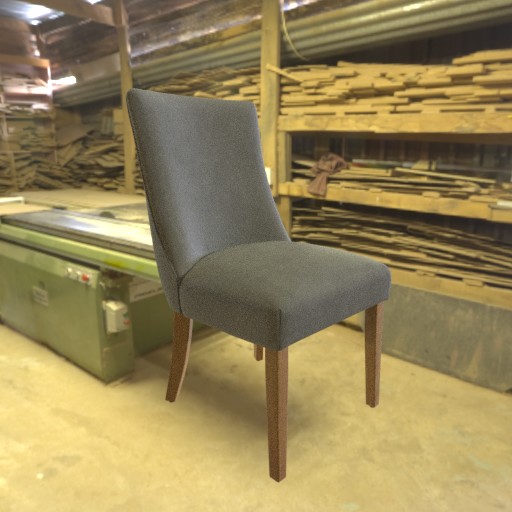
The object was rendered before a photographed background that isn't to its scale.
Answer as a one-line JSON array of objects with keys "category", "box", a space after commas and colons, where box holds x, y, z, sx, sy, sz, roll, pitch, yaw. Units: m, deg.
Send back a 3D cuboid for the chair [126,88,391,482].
[{"category": "chair", "box": [0.000, 0.000, 1.258, 0.610, 0.902, 0.495, 13, 18, 43]}]
